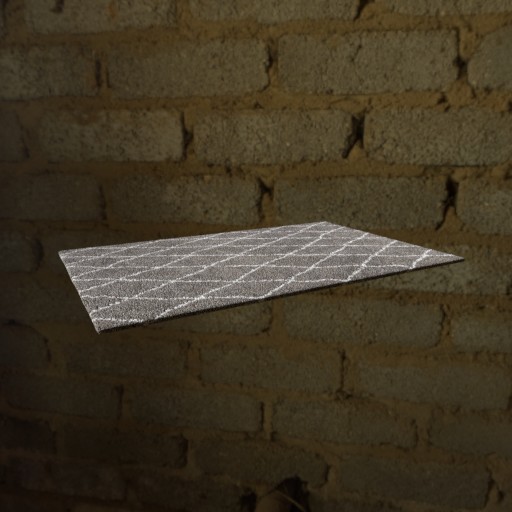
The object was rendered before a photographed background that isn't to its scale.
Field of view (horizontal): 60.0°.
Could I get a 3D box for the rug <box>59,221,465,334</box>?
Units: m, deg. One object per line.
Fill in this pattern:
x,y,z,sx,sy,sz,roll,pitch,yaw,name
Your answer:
0.000,0.000,3.544,2.743,0.030,1.778,-8,17,-28,rug
